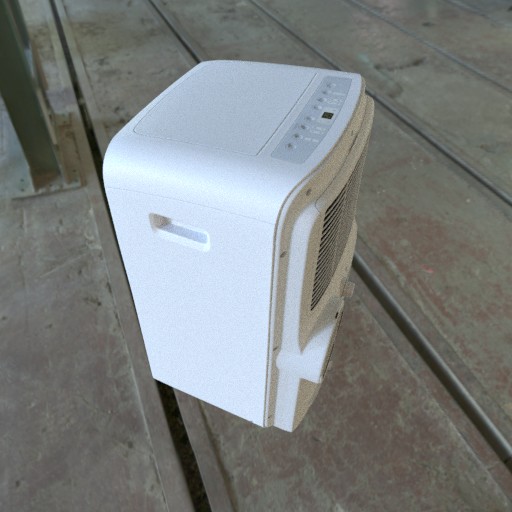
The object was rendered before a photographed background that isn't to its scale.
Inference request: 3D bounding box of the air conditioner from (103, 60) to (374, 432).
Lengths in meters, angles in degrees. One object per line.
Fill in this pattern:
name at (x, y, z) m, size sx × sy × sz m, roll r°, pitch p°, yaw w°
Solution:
air conditioner at (0.000, 0.000, 1.034) m, size 0.467 × 0.765 × 0.478 m, roll 16°, pitch 48°, yaw 15°
